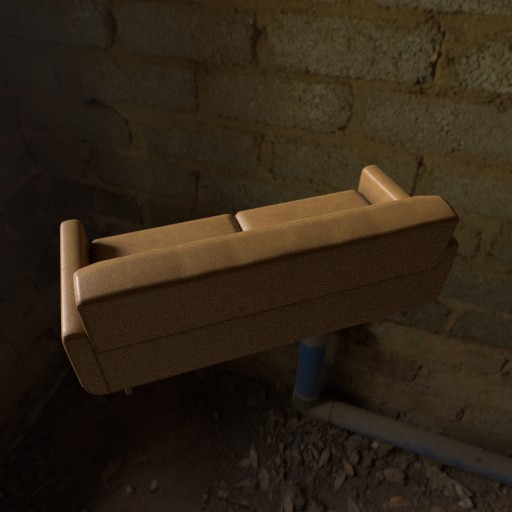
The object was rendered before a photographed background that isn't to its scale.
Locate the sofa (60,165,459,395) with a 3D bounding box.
[{"bbox_3d":[0.000,0.000,2.643,2.137,0.892,0.980,-12,43,-14],"label":"sofa"}]
